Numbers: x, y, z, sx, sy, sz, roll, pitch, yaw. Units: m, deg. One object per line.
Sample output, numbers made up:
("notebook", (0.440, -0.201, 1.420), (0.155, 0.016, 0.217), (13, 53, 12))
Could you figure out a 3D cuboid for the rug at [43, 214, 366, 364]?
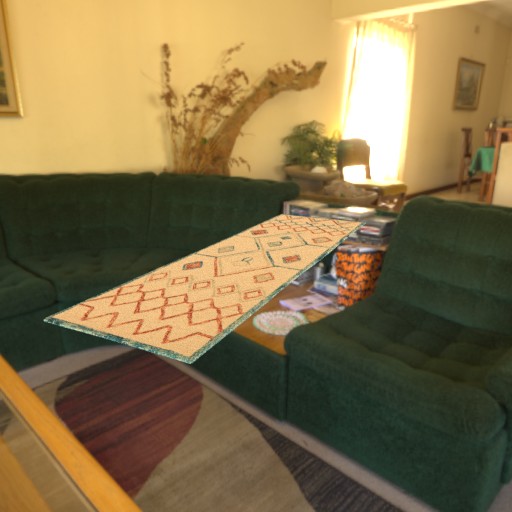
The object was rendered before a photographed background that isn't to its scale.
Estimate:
("rug", (0.000, 0.000, 2.718), (0.750, 0.011, 2.435), (9, 19, 26))
